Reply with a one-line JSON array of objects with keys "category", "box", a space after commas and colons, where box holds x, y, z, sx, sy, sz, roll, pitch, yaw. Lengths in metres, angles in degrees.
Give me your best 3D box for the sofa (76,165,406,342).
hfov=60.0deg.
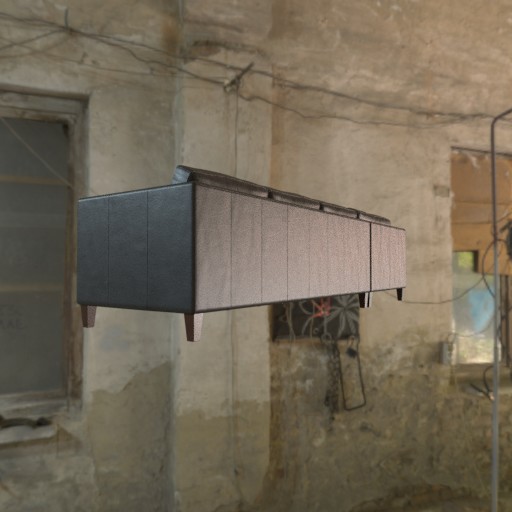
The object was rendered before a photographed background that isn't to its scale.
[{"category": "sofa", "box": [0.000, 0.000, 3.780, 1.581, 0.883, 3.203, -1, -2, 35]}]
